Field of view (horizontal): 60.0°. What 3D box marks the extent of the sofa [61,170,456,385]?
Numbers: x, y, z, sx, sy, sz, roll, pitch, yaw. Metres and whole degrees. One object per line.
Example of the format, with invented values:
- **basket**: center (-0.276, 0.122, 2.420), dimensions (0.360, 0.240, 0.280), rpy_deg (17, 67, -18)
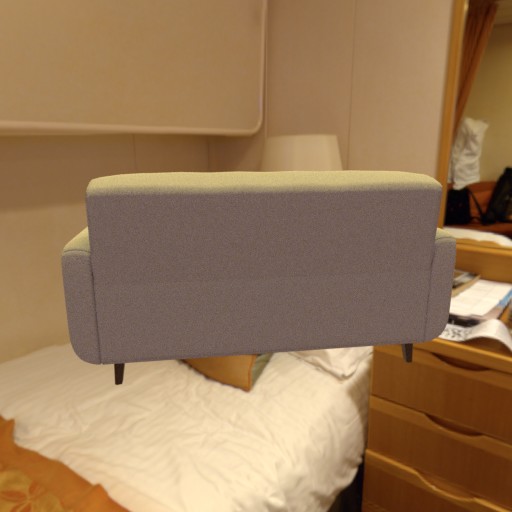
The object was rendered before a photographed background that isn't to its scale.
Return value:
- **sofa**: center (0.000, 0.000, 2.263), dimensions (1.655, 0.892, 0.980), rpy_deg (-2, 15, -8)
